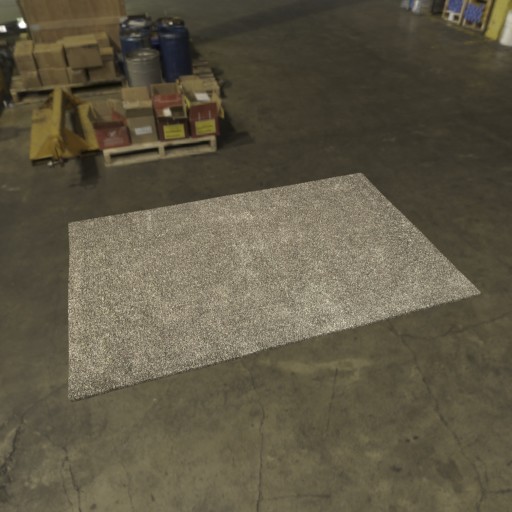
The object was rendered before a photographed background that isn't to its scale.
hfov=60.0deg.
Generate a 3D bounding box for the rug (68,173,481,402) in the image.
[{"bbox_3d":[0.000,0.000,2.918,2.350,0.025,1.502,-12,42,-14],"label":"rug"}]
